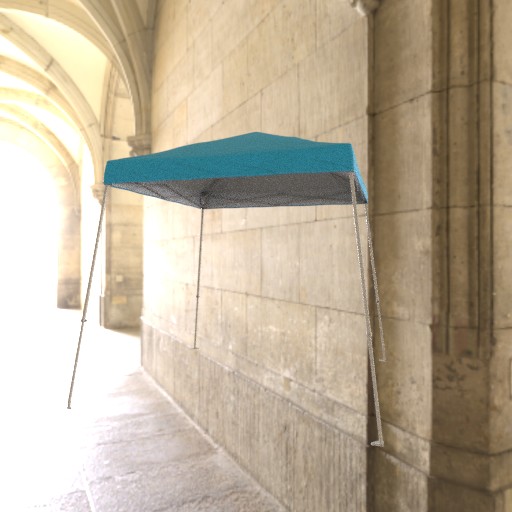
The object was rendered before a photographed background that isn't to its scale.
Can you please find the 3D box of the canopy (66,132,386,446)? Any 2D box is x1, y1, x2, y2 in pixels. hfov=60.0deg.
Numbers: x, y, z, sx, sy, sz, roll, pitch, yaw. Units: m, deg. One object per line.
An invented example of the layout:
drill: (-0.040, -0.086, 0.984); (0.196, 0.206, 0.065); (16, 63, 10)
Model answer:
canopy: (0.000, 0.000, 5.087); (2.849, 2.849, 2.848); (0, 0, 17)
